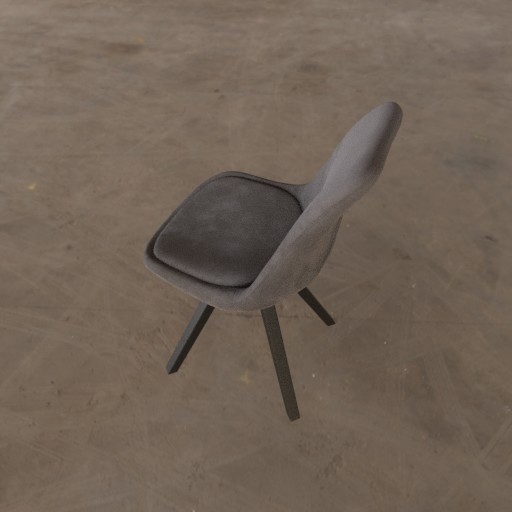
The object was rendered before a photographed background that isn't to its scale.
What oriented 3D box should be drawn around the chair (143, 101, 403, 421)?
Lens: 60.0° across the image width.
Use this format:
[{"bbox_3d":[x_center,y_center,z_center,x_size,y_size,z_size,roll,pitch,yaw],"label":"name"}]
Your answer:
[{"bbox_3d":[0.000,0.000,1.186,0.550,0.850,0.476,17,48,16],"label":"chair"}]
